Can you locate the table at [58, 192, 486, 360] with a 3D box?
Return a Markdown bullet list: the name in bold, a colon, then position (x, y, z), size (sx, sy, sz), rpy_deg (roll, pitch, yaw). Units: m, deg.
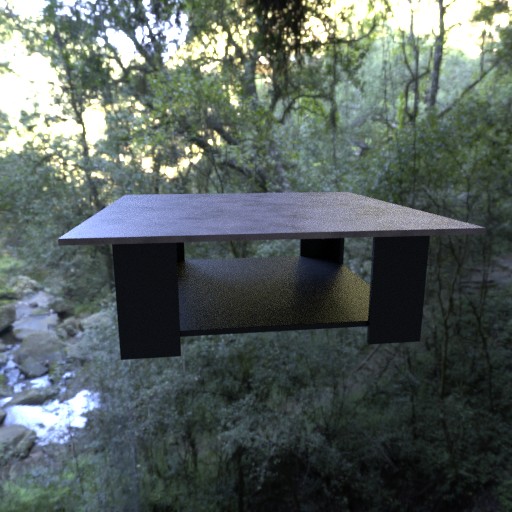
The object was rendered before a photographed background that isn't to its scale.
- **table**: position (0.000, 0.000, 1.370), size (0.890, 0.305, 0.890), rpy_deg (-2, 13, -8)
